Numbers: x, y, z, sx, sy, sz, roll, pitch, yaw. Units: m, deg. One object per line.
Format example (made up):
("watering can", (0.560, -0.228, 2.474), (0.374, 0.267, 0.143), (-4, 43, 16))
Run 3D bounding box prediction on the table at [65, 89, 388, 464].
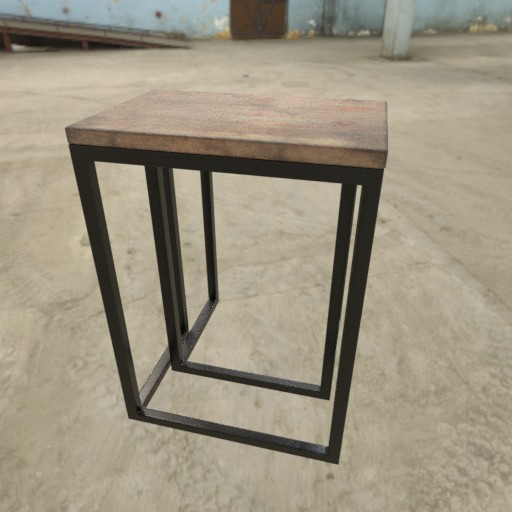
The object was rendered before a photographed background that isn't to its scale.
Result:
("table", (0.000, 0.000, 0.922), (0.456, 0.615, 0.460), (9, 32, 14))
